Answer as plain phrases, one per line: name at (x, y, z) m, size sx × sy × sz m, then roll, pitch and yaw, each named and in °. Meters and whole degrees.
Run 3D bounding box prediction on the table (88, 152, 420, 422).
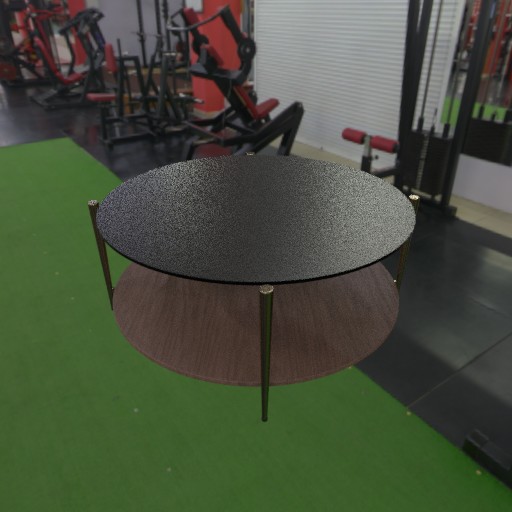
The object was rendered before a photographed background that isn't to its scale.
table at (0.000, 0.000, 1.460) m, size 0.938 × 0.400 × 0.938 m, roll -17°, pitch 34°, yaw -28°
